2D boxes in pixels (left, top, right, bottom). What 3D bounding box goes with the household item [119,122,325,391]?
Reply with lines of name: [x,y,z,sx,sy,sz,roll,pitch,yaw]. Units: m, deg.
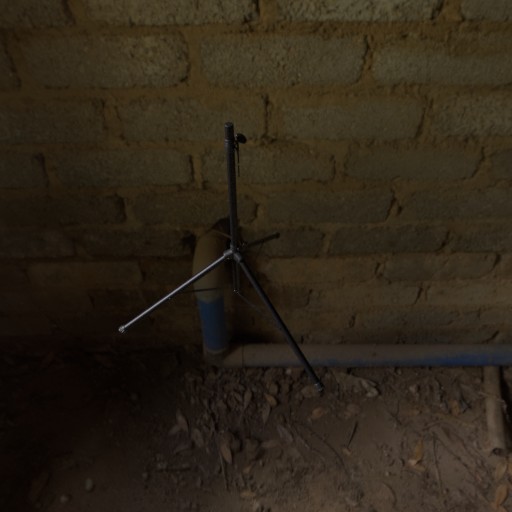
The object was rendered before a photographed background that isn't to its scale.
household item: [0.000,0.000,2.732,1.596,1.595,1.339,-31,54,-26]
